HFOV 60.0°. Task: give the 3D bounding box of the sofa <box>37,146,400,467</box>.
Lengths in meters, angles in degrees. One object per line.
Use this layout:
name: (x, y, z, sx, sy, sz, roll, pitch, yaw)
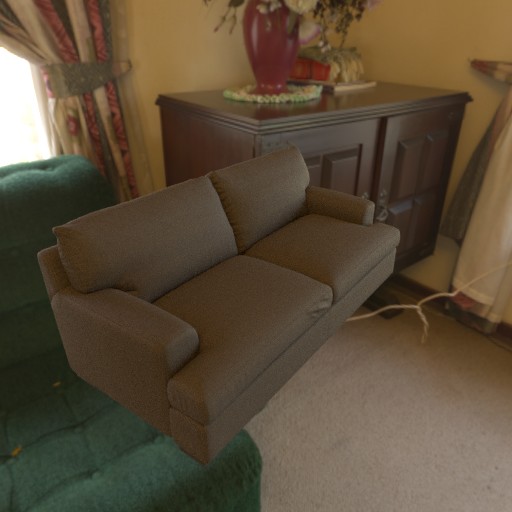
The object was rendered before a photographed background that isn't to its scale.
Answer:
sofa: (0.000, 0.000, 2.837, 1.140, 0.950, 2.271, 18, 32, 32)
